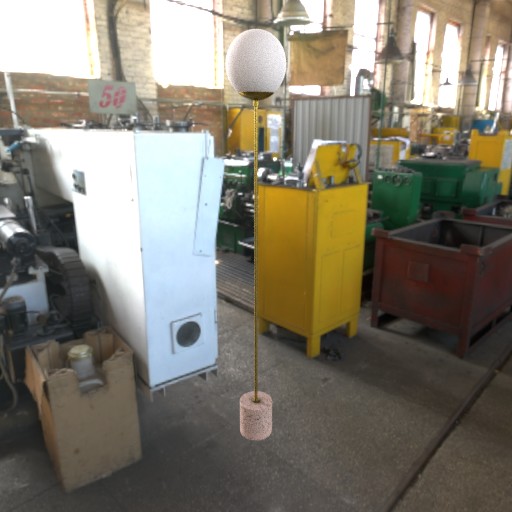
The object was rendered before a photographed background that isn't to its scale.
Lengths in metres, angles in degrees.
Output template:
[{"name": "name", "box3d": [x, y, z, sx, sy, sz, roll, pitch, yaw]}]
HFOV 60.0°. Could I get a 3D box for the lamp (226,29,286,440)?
[{"name": "lamp", "box3d": [0.000, 0.000, 1.888, 0.229, 1.748, 0.229, 3, 17, 9]}]
